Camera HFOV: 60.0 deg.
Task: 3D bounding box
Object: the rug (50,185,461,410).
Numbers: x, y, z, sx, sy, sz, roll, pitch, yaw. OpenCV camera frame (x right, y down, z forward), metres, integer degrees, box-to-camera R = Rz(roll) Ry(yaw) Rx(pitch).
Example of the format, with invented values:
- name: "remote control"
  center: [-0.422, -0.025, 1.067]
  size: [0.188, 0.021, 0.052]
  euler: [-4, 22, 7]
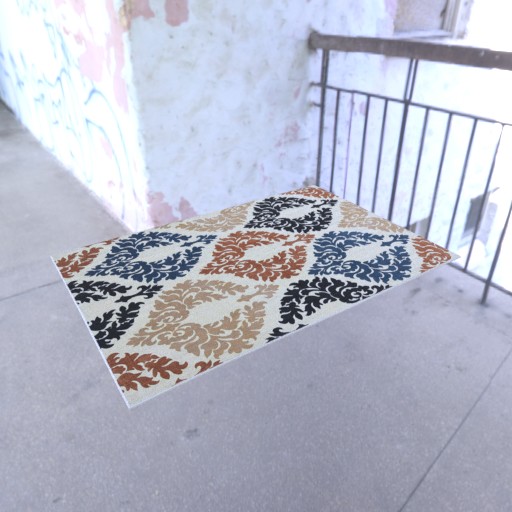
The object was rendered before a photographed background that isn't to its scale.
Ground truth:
- name: "rug"
  center: [0.000, 0.000, 2.939]
  size: [2.275, 0.014, 1.514]
  euler: [-19, 36, -28]
